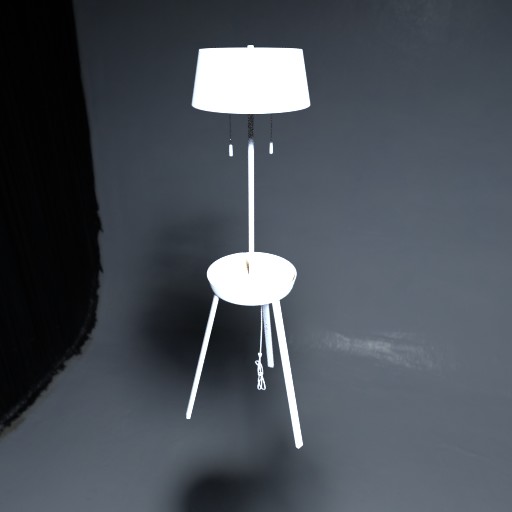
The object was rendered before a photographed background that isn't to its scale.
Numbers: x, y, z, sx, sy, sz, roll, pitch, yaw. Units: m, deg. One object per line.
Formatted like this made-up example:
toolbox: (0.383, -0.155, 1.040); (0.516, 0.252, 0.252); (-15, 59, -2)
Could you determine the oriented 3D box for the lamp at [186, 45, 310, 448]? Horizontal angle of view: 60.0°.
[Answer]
lamp: (0.000, 0.000, 1.664); (0.508, 1.429, 0.468); (8, 28, 16)
